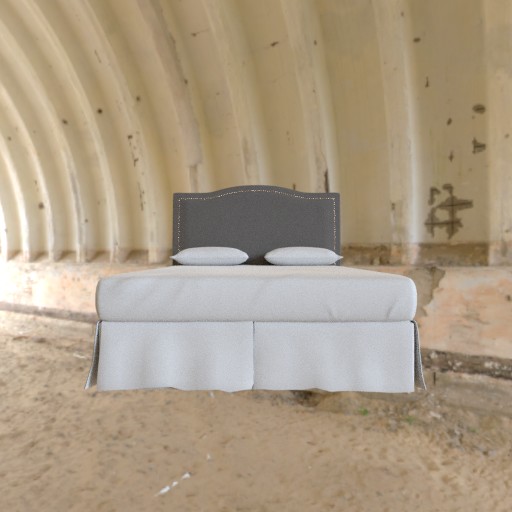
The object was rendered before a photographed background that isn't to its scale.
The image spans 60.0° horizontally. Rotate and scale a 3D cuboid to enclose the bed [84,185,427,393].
[{"bbox_3d":[0.000,0.000,3.443,1.821,1.436,2.282,0,0,0],"label":"bed"}]
